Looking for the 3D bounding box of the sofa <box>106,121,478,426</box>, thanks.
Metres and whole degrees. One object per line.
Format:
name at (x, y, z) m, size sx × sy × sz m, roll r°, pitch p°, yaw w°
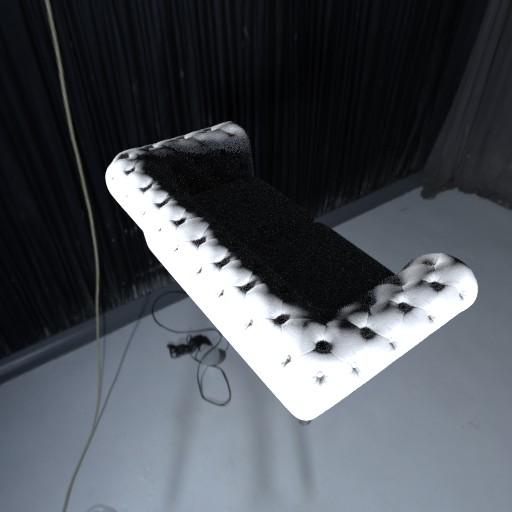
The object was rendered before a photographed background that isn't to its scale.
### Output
sofa at (0.000, 0.000, 2.479) m, size 0.986 × 0.764 × 1.998 m, roll -26°, pitch 47°, yaw -27°
